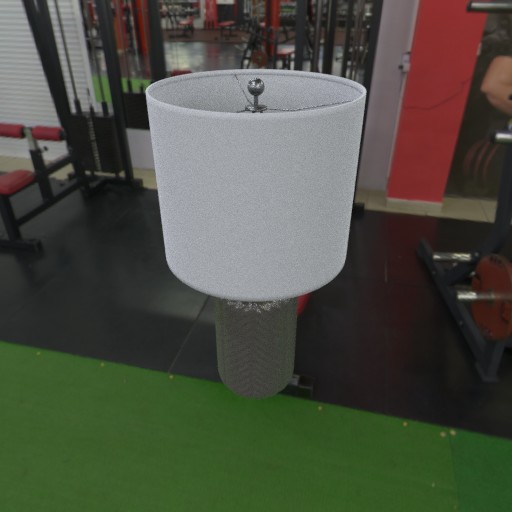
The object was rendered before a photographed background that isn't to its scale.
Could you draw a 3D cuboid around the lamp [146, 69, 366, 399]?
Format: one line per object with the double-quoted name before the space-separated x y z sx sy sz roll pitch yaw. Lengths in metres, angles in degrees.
"lamp" 0.000 0.000 0.514 0.203 0.389 0.203 9 33 14
